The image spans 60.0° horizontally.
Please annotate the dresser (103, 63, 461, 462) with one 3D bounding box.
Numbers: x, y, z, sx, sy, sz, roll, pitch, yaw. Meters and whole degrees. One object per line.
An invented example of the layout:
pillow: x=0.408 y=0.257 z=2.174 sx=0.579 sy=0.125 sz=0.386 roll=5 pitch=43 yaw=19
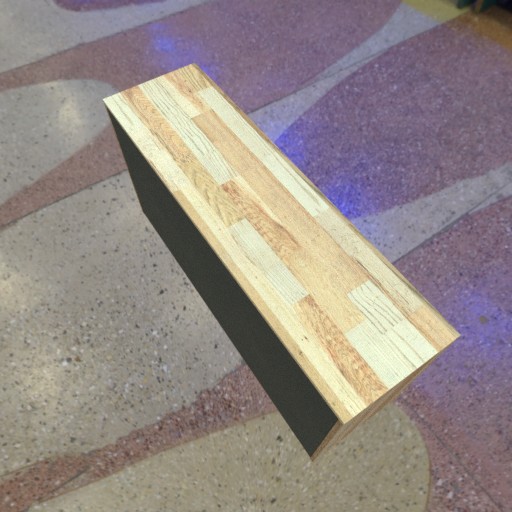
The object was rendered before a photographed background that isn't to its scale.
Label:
dresser: x=0.000 y=0.000 z=1.921 sx=0.487 sy=0.834 sz=1.547 roll=-30 pitch=63 yaw=-17
